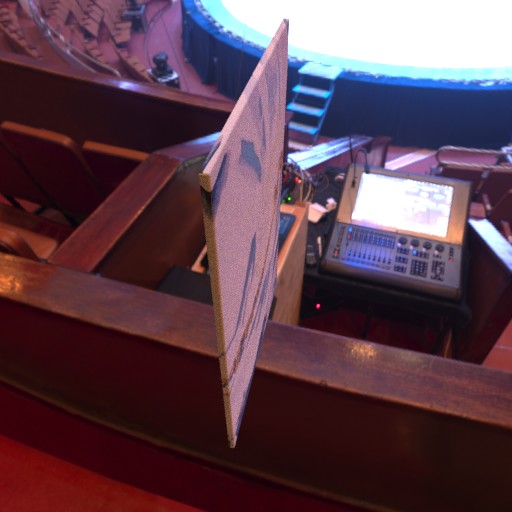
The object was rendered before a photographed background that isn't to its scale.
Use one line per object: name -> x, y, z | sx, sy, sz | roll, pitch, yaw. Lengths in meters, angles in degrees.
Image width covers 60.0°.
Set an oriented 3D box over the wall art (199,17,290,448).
wall art -> 0.000, 0.000, 1.107 | 0.016, 0.914, 0.610 | 9, 46, 9
